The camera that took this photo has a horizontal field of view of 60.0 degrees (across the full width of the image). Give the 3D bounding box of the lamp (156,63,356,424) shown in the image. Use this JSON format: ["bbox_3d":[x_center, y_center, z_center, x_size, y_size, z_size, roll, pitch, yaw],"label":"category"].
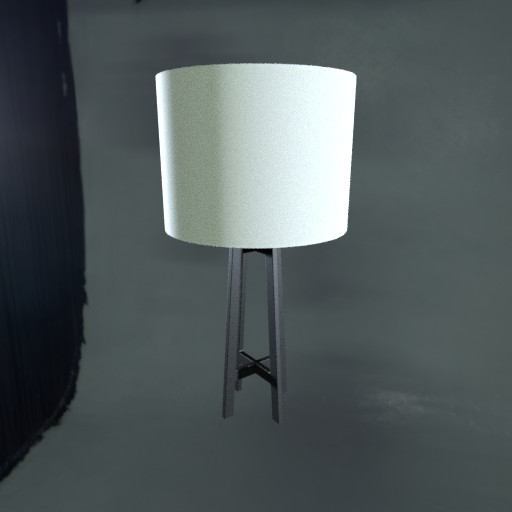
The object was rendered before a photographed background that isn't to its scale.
[{"bbox_3d":[0.000,0.000,0.645,0.257,0.489,0.257,2,15,8],"label":"lamp"}]
